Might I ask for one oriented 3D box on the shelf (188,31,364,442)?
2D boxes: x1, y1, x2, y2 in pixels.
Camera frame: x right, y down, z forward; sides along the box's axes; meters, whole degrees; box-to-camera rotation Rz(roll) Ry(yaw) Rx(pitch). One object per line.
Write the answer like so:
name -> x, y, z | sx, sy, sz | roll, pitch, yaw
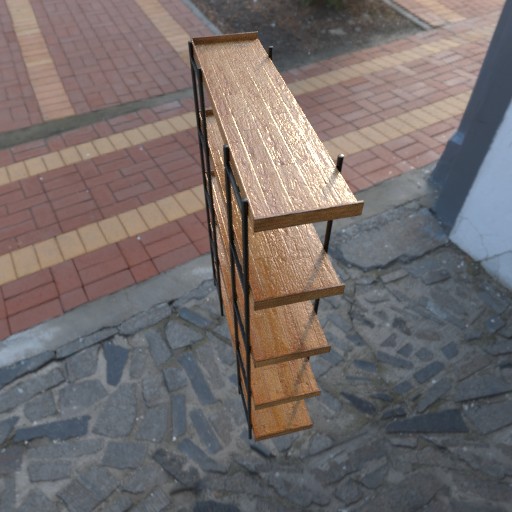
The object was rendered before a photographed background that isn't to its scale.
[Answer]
shelf -> 0.000, 0.000, 2.407 | 0.379, 1.826, 1.371 | -10, 48, -9
